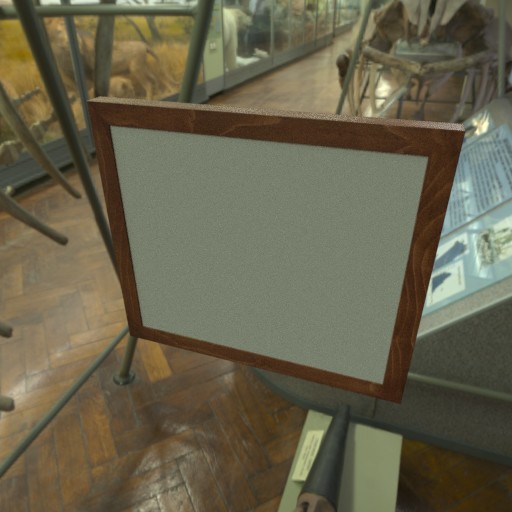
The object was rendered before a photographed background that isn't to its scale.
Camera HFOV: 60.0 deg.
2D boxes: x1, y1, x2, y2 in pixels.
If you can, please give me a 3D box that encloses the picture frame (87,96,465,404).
[{"bbox_3d":[0.000,0.000,0.519,0.381,0.330,0.025,10,32,17],"label":"picture frame"}]
